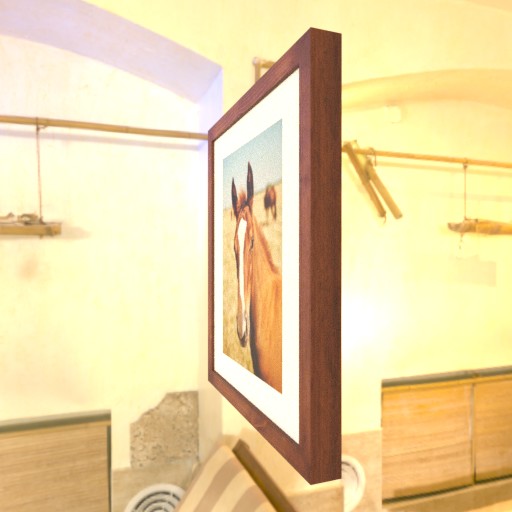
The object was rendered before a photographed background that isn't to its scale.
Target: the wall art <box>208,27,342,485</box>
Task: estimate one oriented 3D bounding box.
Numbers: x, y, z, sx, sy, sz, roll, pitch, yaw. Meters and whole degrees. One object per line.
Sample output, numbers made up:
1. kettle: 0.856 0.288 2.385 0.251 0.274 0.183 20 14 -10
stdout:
1. wall art: 0.000 0.000 0.528 0.030 0.381 0.330 0 0 -21
